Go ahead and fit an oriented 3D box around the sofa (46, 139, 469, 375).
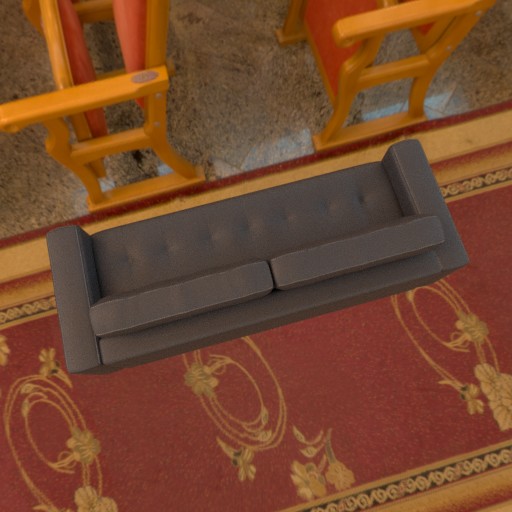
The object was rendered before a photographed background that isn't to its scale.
[{"bbox_3d":[0.000,0.000,2.648,2.275,0.893,0.833,-15,75,-4],"label":"sofa"}]
